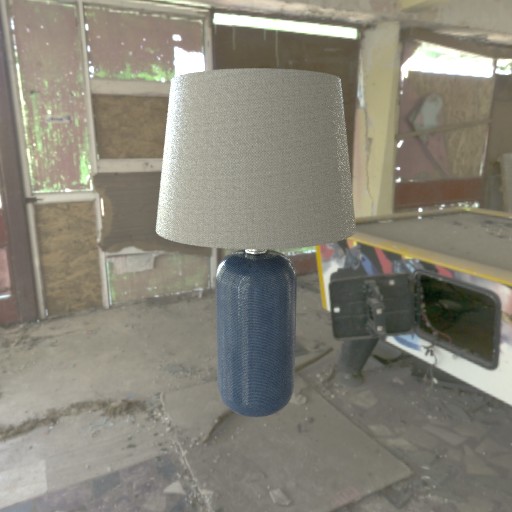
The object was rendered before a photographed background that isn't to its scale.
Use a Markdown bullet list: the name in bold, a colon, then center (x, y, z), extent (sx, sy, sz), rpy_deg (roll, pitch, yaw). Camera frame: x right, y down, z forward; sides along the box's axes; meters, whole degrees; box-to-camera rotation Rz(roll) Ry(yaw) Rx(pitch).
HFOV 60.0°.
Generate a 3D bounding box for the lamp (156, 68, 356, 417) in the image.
- **lamp**: center (0.000, 0.000, 0.581), extent (0.253, 0.428, 0.253), rpy_deg (0, 14, 0)
